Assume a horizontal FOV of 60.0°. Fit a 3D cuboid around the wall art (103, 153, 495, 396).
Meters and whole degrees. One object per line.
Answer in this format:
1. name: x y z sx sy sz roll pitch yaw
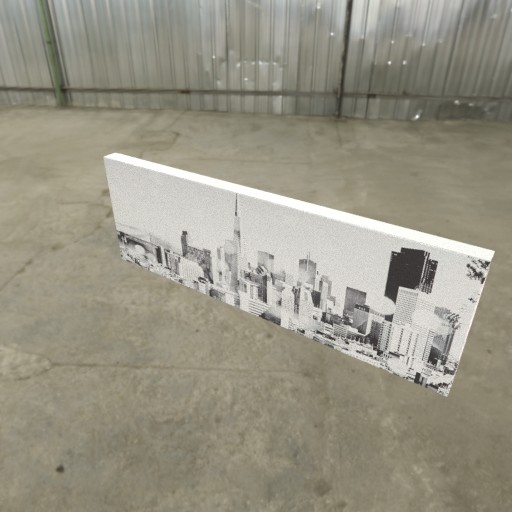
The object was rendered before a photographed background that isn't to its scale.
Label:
1. wall art: 0.000 0.000 0.844 0.766 0.256 0.036 19 36 29
